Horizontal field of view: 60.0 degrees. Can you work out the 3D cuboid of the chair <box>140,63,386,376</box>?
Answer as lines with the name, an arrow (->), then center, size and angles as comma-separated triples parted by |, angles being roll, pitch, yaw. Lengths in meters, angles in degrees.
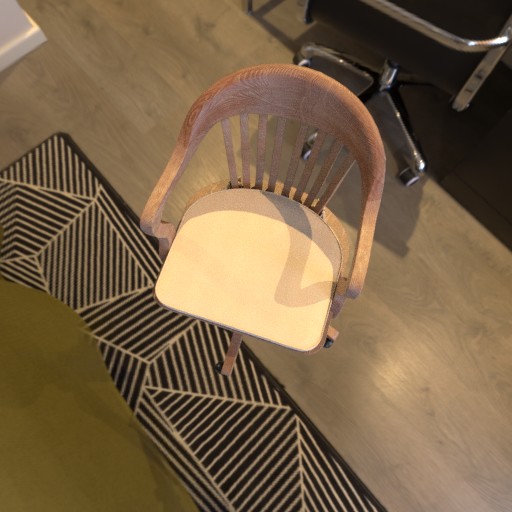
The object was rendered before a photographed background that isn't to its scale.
chair -> 0.000, 0.000, 1.439 | 0.750, 0.878, 0.788 | 17, 75, 5
